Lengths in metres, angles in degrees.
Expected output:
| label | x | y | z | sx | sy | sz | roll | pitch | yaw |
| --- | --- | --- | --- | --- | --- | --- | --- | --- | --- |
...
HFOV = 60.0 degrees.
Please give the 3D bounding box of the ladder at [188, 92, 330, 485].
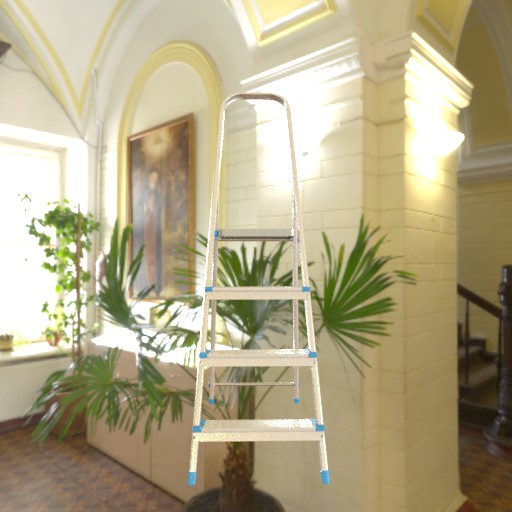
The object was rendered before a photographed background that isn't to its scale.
| label | x | y | z | sx | sy | sz | roll | pitch | yaw |
| --- | --- | --- | --- | --- | --- | --- | --- | --- | --- |
| ladder | 0.000 | 0.000 | 1.807 | 0.445 | 1.434 | 0.842 | 0 | -1 | -1 |
